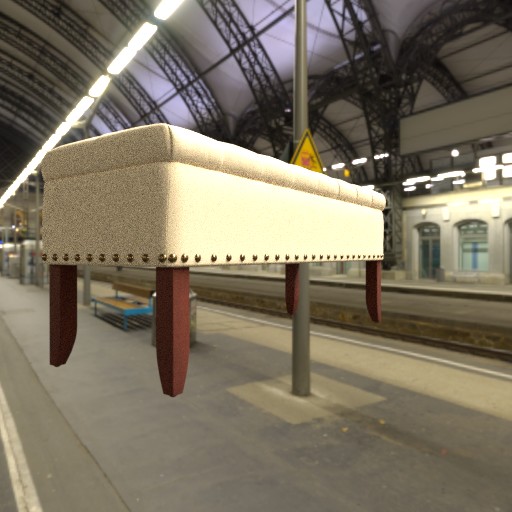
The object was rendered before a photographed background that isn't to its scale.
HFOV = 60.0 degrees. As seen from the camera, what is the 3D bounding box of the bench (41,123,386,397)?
[{"bbox_3d":[0.000,0.000,1.247,0.400,0.470,1.054,0,0,35],"label":"bench"}]
